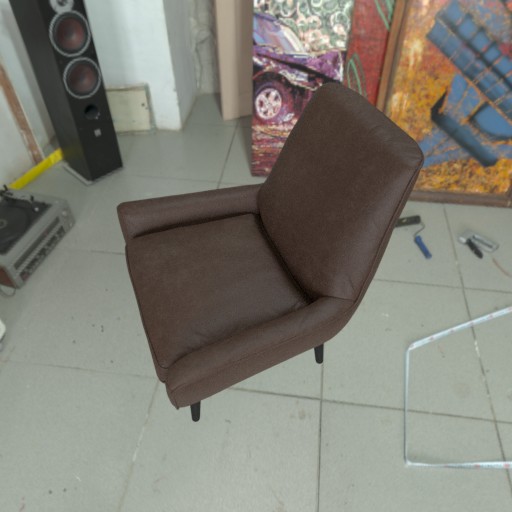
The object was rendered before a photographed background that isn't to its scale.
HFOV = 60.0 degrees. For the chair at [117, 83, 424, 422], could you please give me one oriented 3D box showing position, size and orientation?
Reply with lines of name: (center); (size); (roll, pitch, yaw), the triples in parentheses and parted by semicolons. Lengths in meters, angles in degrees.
chair: (0.000, 0.000, 1.485); (0.824, 0.888, 0.787); (-16, 49, -15)
